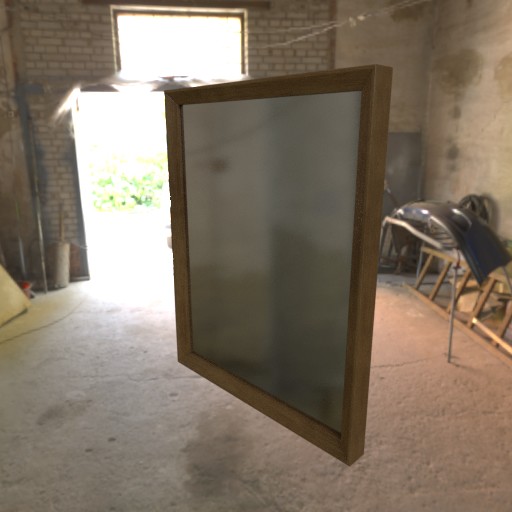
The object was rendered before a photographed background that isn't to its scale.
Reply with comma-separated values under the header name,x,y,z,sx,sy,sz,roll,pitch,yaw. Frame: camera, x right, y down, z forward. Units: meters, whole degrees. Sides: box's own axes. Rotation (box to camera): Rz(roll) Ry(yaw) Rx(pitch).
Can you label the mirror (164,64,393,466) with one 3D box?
name,x,y,z,sx,sy,sz,roll,pitch,yaw
mirror,0.000,0.000,0.690,0.041,0.509,0.406,-14,21,-42
